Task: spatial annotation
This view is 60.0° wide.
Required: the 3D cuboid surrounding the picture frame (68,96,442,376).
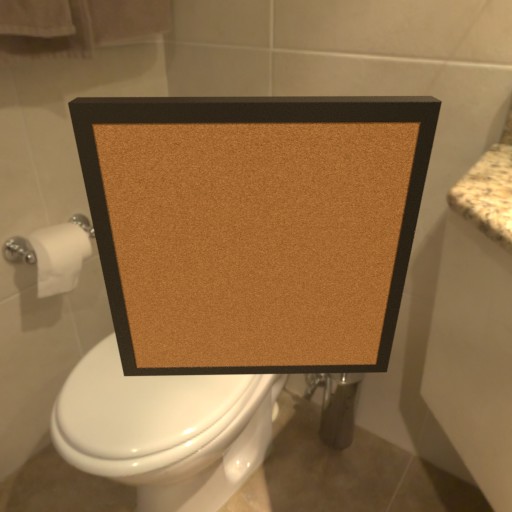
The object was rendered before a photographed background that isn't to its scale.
[{"bbox_3d":[0.000,0.000,0.521,0.355,0.353,0.029,-1,30,-1],"label":"picture frame"}]
